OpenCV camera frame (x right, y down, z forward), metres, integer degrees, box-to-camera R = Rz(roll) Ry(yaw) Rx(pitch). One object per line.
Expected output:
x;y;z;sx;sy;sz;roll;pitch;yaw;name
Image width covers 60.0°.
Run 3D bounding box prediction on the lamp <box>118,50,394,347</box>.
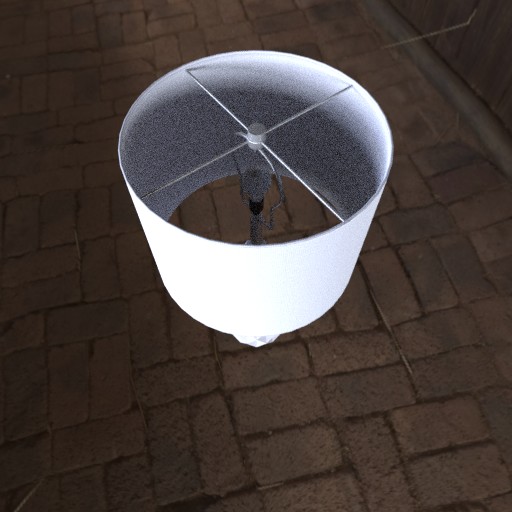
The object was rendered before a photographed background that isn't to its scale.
0.000;0.000;0.702;0.297;0.522;0.297;0;58;0;lamp
